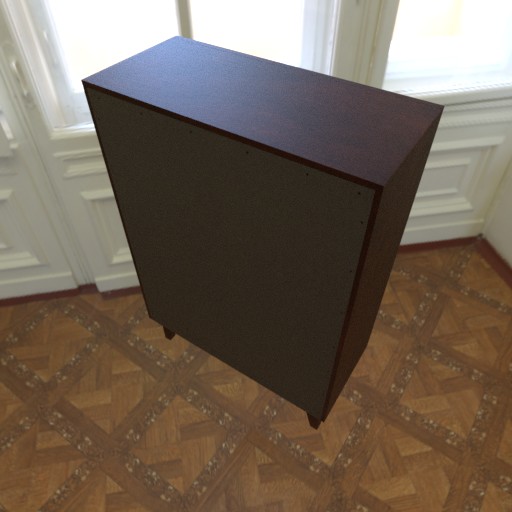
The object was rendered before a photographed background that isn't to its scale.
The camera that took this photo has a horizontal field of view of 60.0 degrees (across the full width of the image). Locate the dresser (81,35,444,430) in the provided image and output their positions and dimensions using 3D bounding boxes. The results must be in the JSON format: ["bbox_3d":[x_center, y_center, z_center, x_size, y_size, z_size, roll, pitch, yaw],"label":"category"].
[{"bbox_3d":[0.000,0.000,1.966,1.072,1.514,0.506,25,51,23],"label":"dresser"}]
